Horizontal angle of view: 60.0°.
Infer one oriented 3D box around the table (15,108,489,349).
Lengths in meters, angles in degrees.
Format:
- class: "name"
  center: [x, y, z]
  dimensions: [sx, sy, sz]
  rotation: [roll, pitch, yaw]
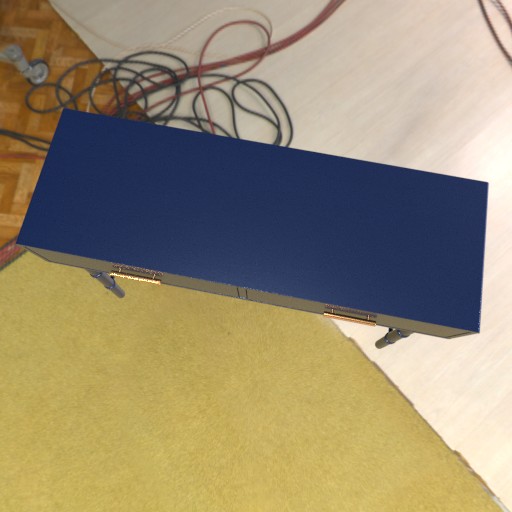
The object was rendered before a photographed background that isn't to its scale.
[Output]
- class: "table"
  center: [0.000, 0.000, 1.446]
  dimensions: [1.118, 0.749, 0.399]
  rotation: [11, 75, 3]
